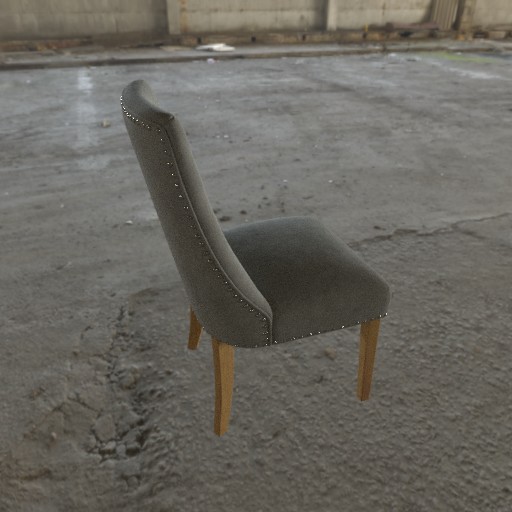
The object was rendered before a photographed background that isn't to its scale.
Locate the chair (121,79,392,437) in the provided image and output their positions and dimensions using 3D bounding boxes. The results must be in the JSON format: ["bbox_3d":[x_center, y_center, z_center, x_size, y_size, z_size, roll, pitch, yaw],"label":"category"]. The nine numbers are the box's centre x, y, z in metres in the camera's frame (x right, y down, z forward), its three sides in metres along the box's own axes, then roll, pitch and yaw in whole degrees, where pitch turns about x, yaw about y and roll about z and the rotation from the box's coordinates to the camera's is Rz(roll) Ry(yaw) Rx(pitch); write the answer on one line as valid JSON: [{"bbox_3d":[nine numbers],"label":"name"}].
[{"bbox_3d":[0.000,0.000,1.250,0.610,0.902,0.495,-10,31,-16],"label":"chair"}]
